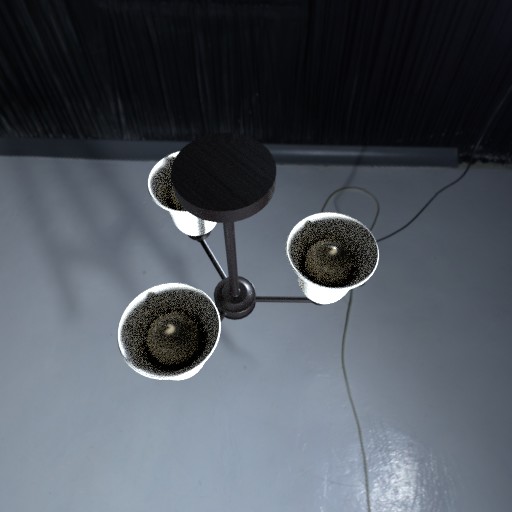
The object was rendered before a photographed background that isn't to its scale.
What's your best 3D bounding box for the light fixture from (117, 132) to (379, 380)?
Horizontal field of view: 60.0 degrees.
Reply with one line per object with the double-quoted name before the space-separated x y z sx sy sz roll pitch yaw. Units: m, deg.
"light fixture" 0.000 0.000 0.662 0.354 0.370 0.388 1 58 1
